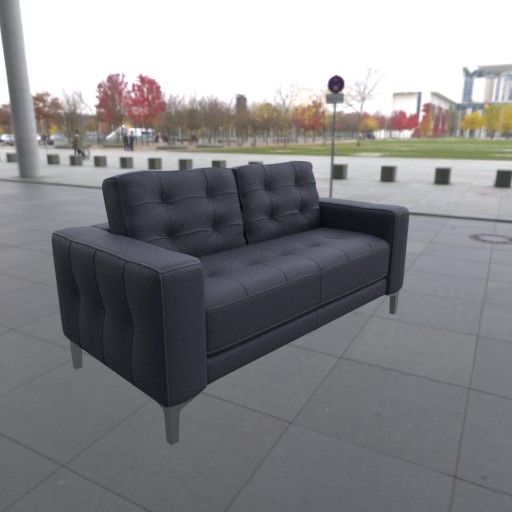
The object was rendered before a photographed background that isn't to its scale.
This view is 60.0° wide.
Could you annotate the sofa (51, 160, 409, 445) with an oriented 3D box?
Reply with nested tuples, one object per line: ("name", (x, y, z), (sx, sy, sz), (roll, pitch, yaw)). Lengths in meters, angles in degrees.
("sofa", (0.000, 0.000, 2.248), (0.833, 0.893, 1.726), (14, 21, 42))
